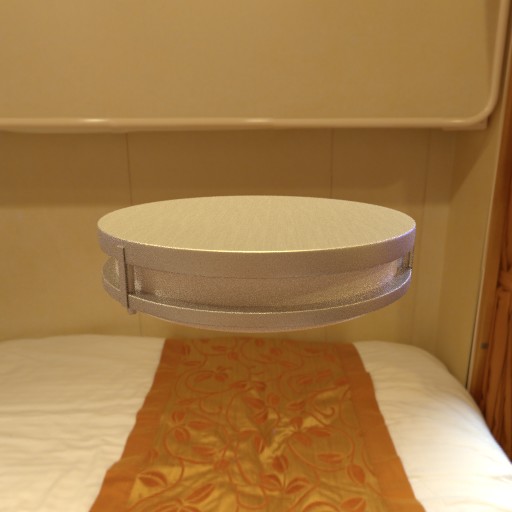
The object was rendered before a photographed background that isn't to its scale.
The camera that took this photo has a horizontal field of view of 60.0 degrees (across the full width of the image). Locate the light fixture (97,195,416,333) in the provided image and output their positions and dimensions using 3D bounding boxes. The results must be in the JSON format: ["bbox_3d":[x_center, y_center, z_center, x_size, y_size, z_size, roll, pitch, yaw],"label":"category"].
[{"bbox_3d":[0.000,0.000,0.533,0.356,0.102,0.356,0,15,0],"label":"light fixture"}]
